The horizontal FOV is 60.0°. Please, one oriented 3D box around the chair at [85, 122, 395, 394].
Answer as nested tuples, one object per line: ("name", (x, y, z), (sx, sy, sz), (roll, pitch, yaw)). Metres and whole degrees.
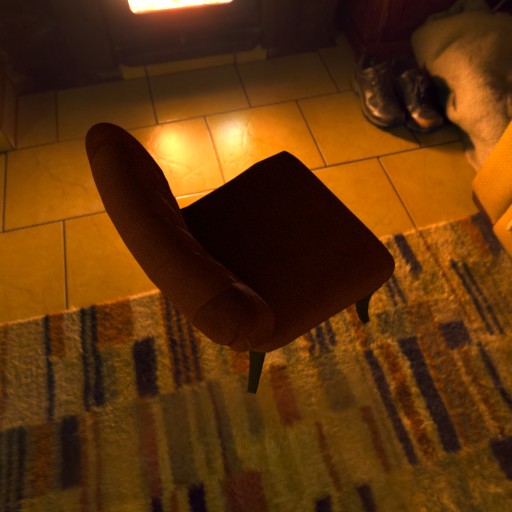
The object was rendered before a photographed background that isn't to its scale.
("chair", (0.000, 0.000, 1.204), (0.605, 0.750, 0.582), (-30, 63, -17))
